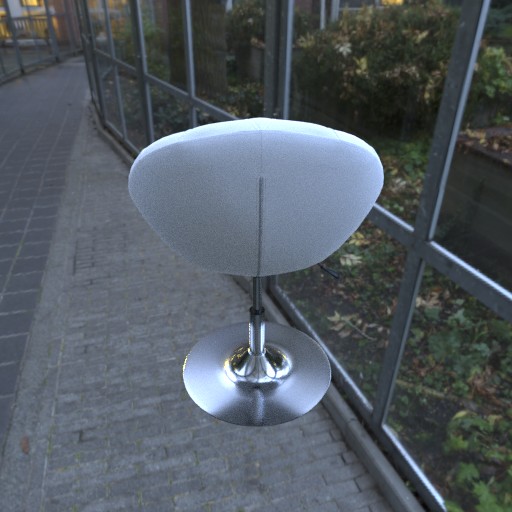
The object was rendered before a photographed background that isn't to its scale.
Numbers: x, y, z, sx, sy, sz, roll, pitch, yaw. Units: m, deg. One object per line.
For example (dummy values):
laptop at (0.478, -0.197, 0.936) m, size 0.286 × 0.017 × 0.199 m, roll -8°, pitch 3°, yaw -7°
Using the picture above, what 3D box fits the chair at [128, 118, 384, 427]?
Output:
chair at (0.000, 0.000, 1.847) m, size 0.940 × 1.261 × 0.736 m, roll -1°, pitch 30°, yaw -2°
